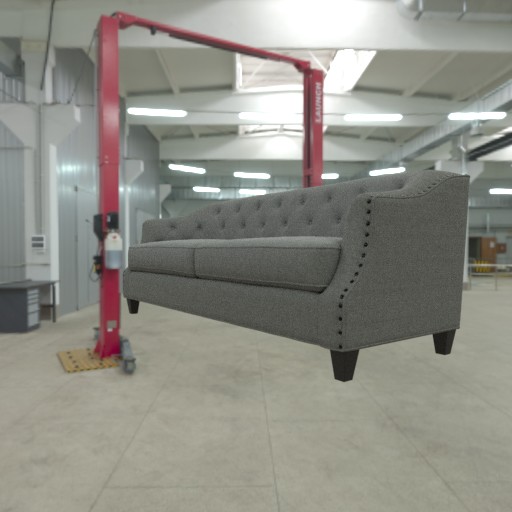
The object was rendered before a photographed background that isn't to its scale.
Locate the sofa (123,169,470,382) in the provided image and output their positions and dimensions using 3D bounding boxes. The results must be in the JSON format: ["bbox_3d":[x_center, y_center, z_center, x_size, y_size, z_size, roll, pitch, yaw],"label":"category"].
[{"bbox_3d":[0.000,0.000,2.750,0.914,0.901,2.235,-1,1,-37],"label":"sofa"}]
